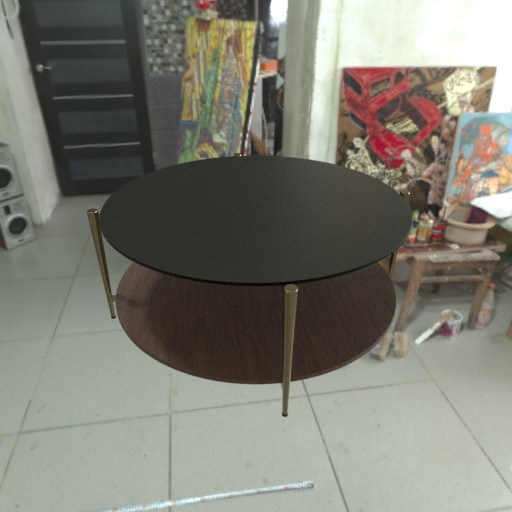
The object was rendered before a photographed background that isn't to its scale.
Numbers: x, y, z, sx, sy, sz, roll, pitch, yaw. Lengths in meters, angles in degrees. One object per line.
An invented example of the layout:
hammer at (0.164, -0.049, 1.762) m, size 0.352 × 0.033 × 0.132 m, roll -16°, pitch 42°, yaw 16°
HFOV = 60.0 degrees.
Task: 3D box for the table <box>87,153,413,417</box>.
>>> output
table at (0.000, 0.000, 1.486) m, size 0.938 × 0.400 × 0.938 m, roll -22°, pitch 36°, yaw -33°
